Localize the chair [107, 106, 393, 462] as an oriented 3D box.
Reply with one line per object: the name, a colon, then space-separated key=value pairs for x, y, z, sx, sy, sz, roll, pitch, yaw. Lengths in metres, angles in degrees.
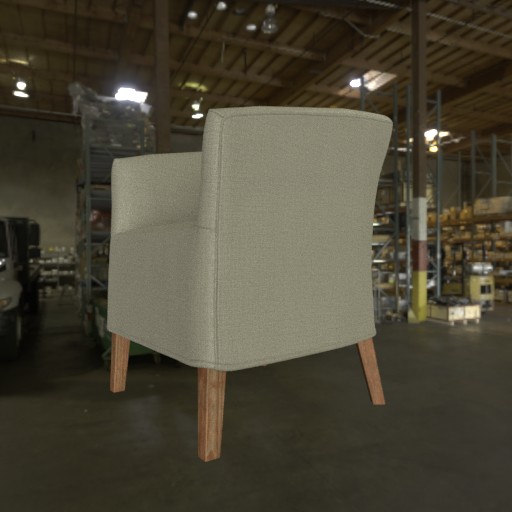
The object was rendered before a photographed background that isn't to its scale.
chair: x=0.000 y=0.000 z=1.238 sx=0.668 sy=0.771 sz=0.600 roll=0 pitch=0 yaw=-36
